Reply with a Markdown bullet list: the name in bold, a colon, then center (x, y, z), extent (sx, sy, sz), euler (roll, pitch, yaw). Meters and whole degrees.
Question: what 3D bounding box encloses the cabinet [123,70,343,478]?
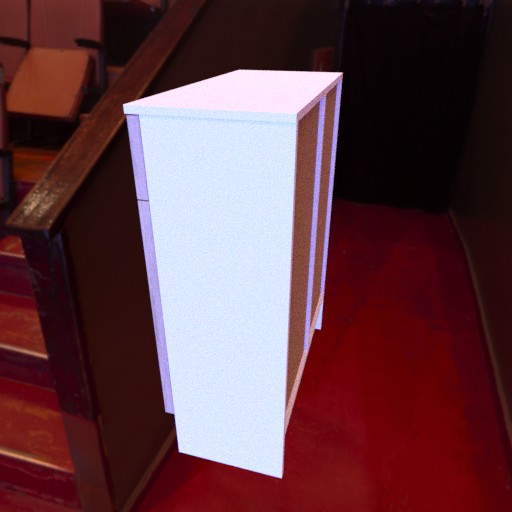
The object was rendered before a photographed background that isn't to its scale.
- **cabinet**: center (0.000, 0.000, 1.123), extent (0.296, 0.815, 0.600), euler (8, 29, 14)
